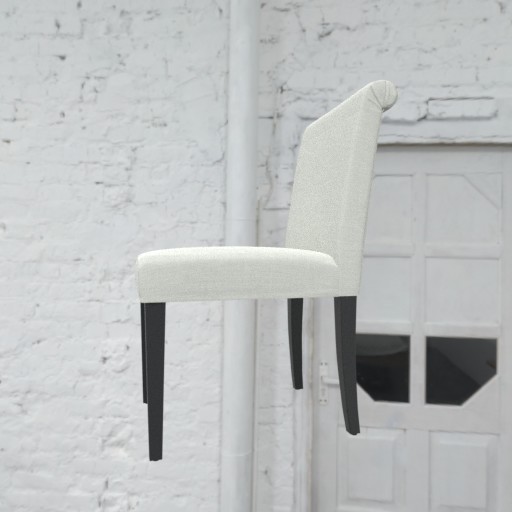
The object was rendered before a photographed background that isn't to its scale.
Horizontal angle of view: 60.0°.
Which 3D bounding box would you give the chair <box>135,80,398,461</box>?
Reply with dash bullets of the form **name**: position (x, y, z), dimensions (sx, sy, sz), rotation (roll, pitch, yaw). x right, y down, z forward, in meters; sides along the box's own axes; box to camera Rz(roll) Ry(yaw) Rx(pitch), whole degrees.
- **chair**: position (0.000, 0.000, 1.353), dimensions (0.708, 0.976, 0.452), rotation (0, 1, -16)
